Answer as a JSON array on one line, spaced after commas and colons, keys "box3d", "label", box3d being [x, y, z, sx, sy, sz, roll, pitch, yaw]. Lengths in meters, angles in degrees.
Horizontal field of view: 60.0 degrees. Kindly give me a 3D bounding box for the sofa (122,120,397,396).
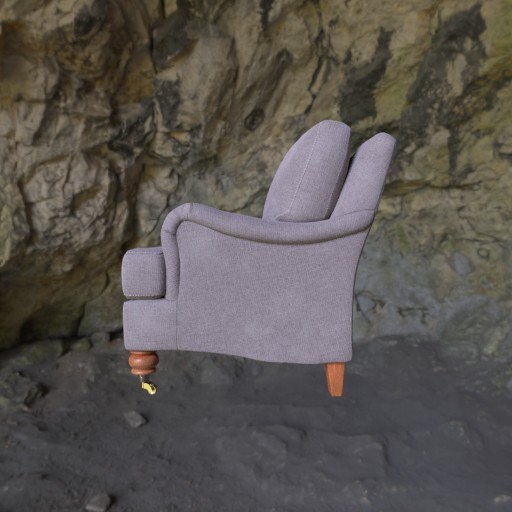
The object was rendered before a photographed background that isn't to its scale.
[{"box3d": [0.000, 0.000, 2.585, 1.084, 1.101, 1.853, 0, 0, -1], "label": "sofa"}]
